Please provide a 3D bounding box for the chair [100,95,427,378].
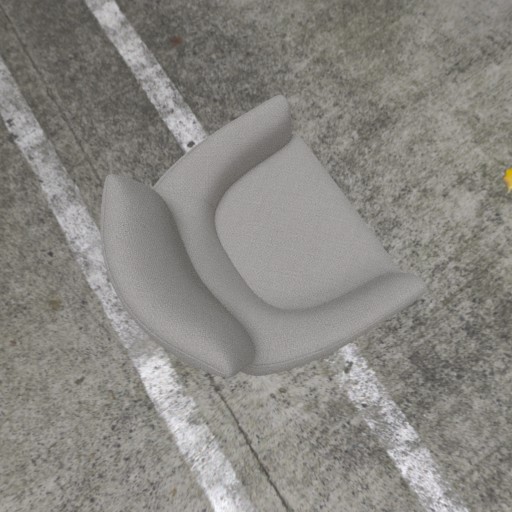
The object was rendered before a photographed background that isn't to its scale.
[{"bbox_3d":[0.000,0.000,1.399,0.730,0.810,0.760,-32,78,-8],"label":"chair"}]
